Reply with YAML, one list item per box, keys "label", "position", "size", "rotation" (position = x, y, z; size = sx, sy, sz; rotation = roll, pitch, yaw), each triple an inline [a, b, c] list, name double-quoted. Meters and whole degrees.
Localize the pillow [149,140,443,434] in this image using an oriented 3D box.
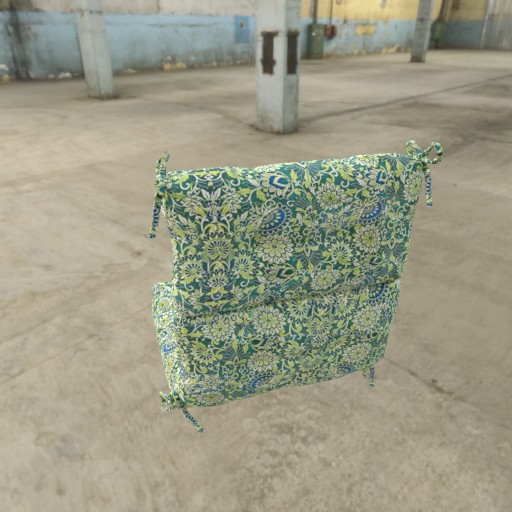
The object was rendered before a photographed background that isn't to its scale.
- label: "pillow"
  position: [0.000, 0.000, 1.030]
  size: [0.519, 0.605, 0.571]
  rotation: [-8, 28, -16]
